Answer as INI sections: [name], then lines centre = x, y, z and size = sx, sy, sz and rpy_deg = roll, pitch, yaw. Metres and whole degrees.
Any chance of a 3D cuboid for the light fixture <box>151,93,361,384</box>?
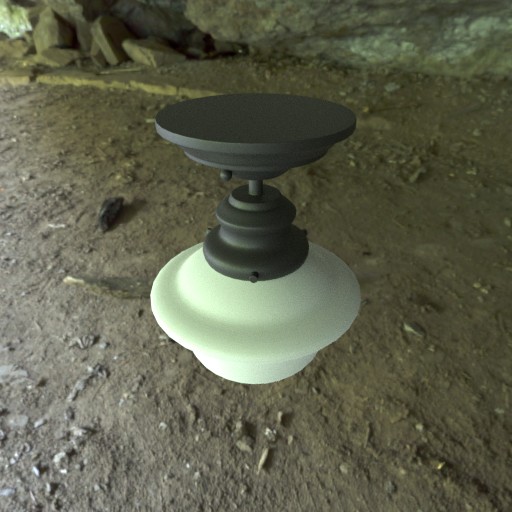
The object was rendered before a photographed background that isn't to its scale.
[light fixture]
centre = 0.000, 0.000, 0.403
size = 0.197, 0.254, 0.197
rpy_deg = 0, 31, 0
